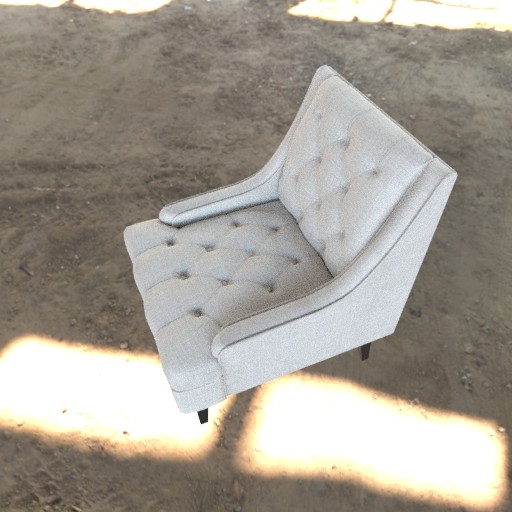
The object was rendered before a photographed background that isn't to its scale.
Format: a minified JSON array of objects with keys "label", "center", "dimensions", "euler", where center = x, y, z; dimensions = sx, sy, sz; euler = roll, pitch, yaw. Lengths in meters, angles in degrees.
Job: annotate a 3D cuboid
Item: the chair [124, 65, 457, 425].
[{"label":"chair","center":[0.000,0.000,1.442],"dimensions":[0.772,0.891,0.658],"euler":[-17,49,-15]}]
